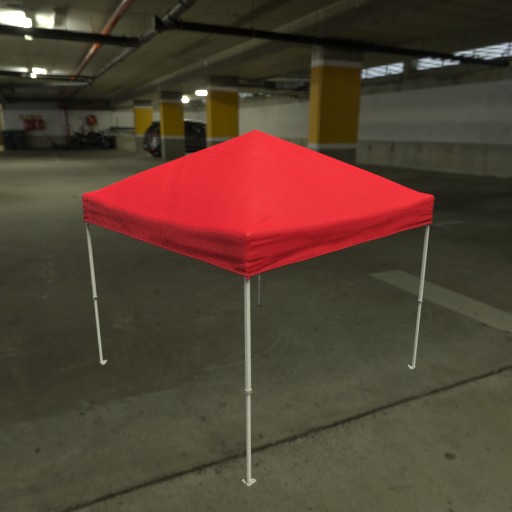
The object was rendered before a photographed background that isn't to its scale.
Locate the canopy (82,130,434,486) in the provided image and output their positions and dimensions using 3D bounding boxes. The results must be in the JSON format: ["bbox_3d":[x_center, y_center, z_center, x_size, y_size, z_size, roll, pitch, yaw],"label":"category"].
[{"bbox_3d":[0.000,0.000,5.470,2.998,2.997,2.996,-14,21,-41],"label":"canopy"}]
